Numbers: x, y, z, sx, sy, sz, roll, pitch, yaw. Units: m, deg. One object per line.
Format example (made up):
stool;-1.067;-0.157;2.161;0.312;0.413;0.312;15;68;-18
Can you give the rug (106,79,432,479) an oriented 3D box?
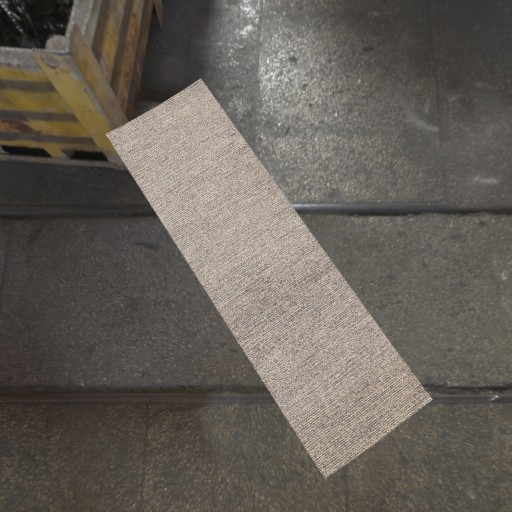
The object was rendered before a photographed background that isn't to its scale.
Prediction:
rug;0.000;0.000;2.527;0.697;0.013;2.335;-32;78;-8
